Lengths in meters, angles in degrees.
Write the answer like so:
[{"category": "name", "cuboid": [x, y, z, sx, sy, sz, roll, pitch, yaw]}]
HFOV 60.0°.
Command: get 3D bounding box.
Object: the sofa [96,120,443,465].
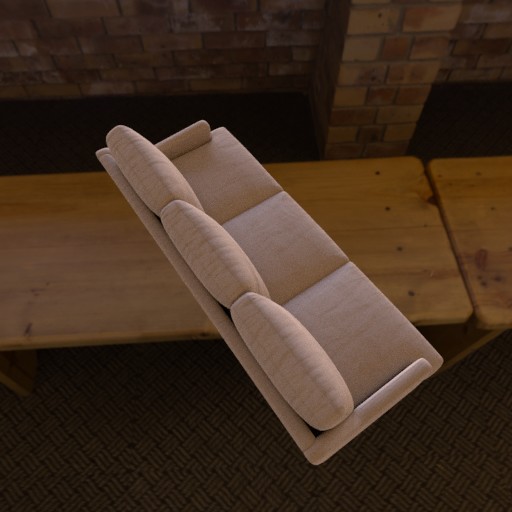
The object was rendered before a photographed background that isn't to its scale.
[{"category": "sofa", "cuboid": [0.000, 0.000, 2.790, 1.000, 0.913, 2.321, -31, 63, -17]}]
